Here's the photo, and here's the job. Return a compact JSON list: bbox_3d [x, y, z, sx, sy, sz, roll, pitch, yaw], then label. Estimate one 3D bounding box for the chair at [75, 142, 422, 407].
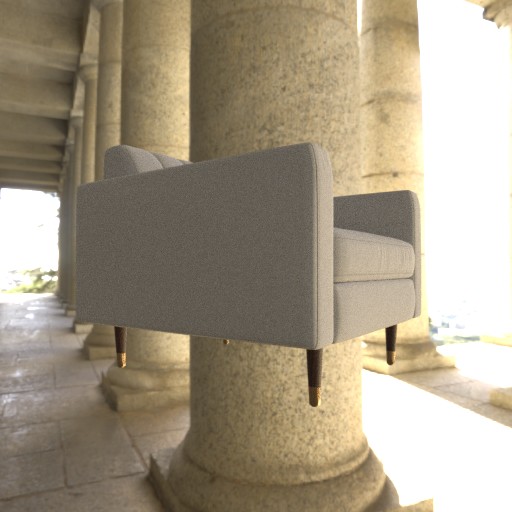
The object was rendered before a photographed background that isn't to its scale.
[{"bbox_3d":[0.000,0.000,1.666,0.998,0.819,0.953,-1,-2,35],"label":"chair"}]
